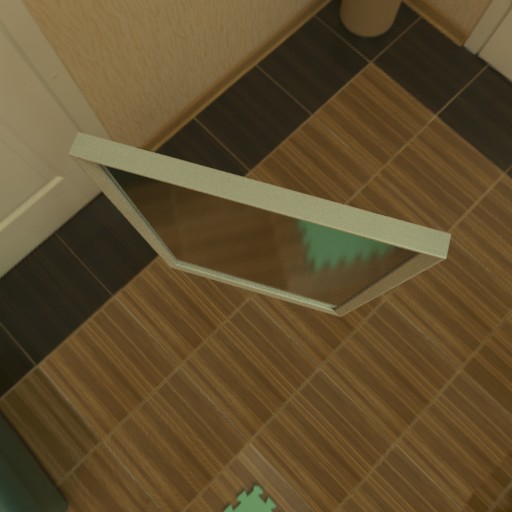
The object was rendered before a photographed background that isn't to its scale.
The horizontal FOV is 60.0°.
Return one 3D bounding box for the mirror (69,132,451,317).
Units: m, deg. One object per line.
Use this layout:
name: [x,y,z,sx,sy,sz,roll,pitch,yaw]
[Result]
mirror: [0.000,0.000,0.919,0.507,0.710,0.039,16,77,4]
